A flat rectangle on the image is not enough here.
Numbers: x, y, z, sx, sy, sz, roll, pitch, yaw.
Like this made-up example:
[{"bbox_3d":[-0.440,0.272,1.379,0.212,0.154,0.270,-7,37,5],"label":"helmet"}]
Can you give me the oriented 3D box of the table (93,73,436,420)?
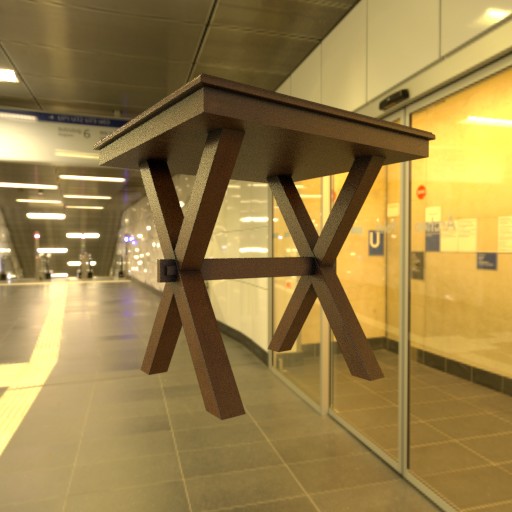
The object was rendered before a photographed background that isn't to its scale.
[{"bbox_3d":[0.000,0.000,1.064,0.602,0.562,0.560,-1,1,-36],"label":"table"}]
